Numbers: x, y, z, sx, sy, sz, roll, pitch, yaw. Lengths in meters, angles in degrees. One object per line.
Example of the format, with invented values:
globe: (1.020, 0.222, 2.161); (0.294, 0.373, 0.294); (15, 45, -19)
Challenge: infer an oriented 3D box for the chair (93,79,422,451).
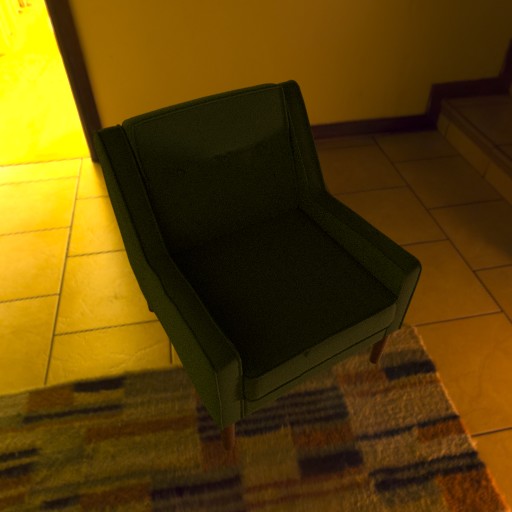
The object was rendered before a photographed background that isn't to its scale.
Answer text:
chair: (0.000, 0.000, 1.363); (0.663, 0.792, 0.743); (-23, 49, -22)
